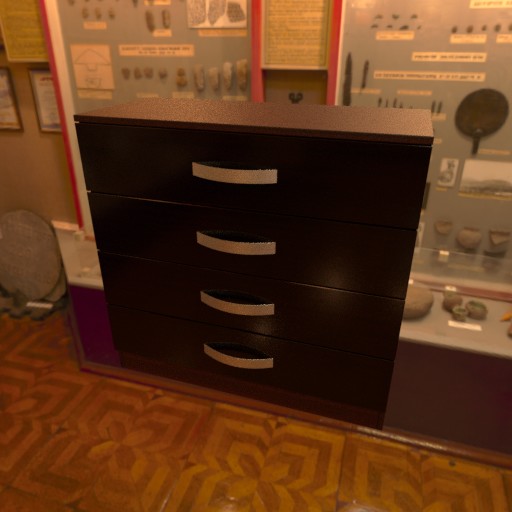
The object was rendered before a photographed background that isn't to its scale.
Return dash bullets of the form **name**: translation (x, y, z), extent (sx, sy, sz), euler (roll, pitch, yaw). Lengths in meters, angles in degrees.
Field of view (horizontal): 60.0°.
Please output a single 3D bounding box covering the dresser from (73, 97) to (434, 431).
- **dresser**: translation (0.000, 0.000, 1.160), extent (0.750, 0.720, 0.360), euler (8, 28, 16)
